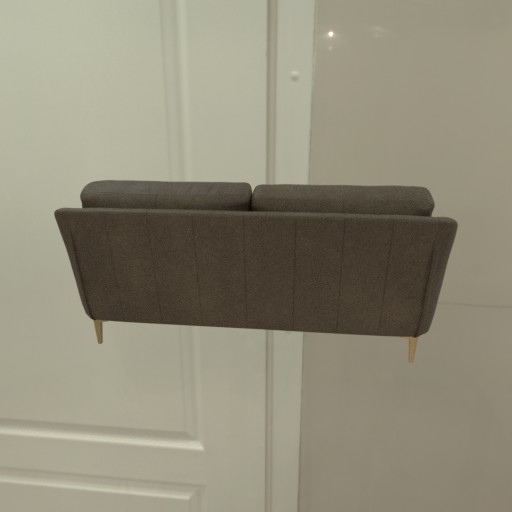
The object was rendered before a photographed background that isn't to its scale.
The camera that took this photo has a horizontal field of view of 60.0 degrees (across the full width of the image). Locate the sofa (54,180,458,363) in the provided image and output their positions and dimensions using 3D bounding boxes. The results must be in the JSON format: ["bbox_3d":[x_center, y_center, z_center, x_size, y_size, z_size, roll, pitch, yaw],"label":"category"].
[{"bbox_3d":[0.000,0.000,2.541,2.036,0.902,0.960,2,17,7],"label":"sofa"}]
